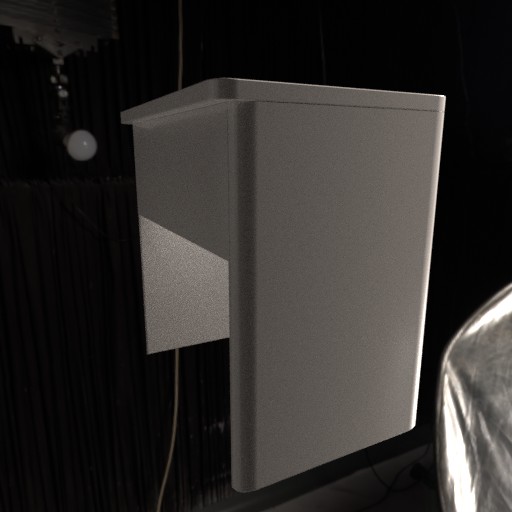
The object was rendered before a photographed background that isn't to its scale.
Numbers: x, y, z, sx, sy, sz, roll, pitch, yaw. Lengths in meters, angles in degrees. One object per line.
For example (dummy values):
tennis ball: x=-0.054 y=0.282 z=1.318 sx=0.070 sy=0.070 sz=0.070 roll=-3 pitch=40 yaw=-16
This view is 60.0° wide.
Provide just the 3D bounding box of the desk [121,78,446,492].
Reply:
desk: x=0.000 y=0.000 z=1.242 sx=0.549 sy=0.800 sz=0.762 roll=-7 pitch=15 yaw=-27
